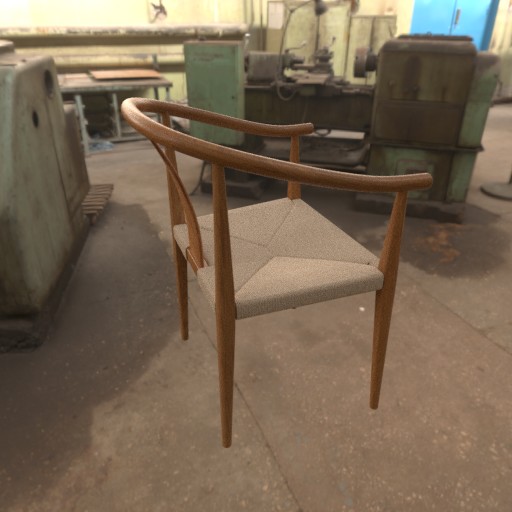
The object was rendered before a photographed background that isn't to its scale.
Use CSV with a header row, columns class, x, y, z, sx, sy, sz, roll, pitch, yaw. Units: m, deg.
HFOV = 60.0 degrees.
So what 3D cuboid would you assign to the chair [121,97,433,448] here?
class,x,y,z,sx,sy,sz,roll,pitch,yaw
chair,0.000,0.000,1.174,0.579,0.800,0.556,-11,30,-19
